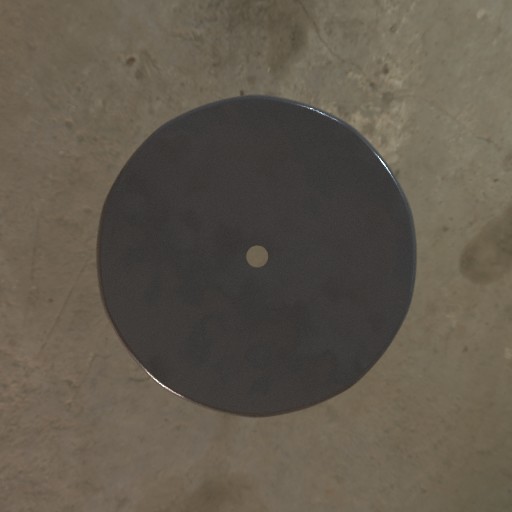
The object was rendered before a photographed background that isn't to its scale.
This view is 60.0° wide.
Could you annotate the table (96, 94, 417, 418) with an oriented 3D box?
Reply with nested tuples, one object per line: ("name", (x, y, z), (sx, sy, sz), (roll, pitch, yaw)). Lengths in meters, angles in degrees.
("table", (0.000, 0.000, 0.663), (0.352, 0.387, 0.352), (0, 90, 0))
